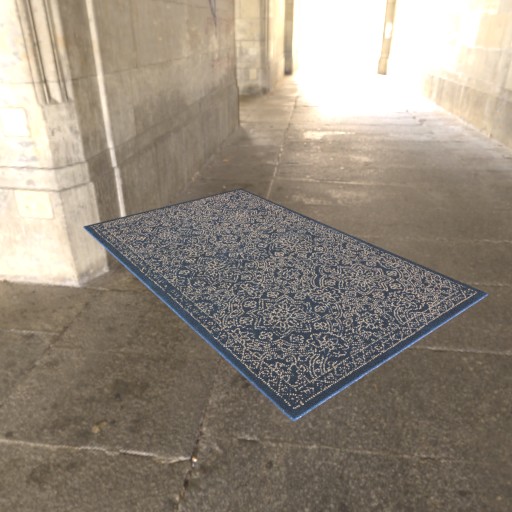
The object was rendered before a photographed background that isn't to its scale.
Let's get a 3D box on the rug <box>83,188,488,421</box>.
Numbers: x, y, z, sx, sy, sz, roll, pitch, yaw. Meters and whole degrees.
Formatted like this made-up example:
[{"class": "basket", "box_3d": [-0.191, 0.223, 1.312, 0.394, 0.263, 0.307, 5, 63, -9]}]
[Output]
[{"class": "rug", "box_3d": [0.000, 0.000, 3.018, 1.526, 0.015, 2.441, -20, 33, -33]}]
